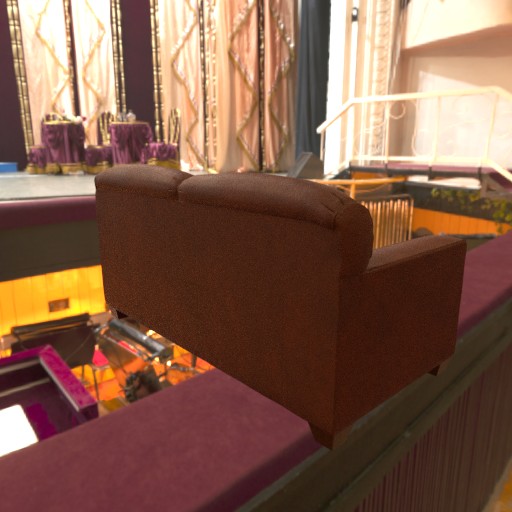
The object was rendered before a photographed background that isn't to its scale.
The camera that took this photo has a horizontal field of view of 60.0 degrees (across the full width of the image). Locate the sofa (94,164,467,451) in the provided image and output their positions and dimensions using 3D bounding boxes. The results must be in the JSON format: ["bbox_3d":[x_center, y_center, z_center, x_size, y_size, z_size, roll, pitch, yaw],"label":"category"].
[{"bbox_3d":[0.000,0.000,2.394,1.000,0.966,1.856,-12,18,-41],"label":"sofa"}]
